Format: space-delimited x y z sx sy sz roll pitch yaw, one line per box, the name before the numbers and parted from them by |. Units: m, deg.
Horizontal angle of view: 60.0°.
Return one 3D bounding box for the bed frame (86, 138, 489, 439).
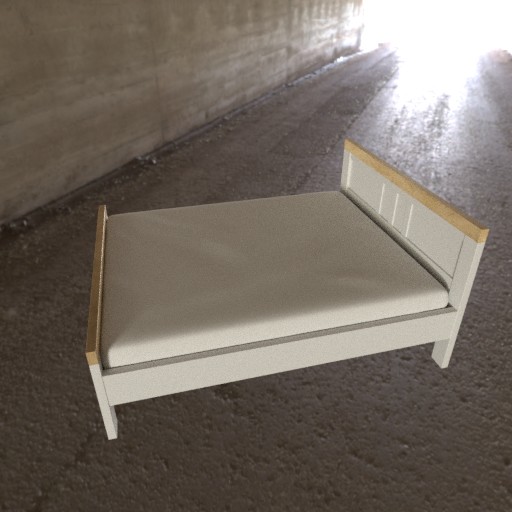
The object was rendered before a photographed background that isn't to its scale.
bed frame | 0.000 0.000 3.000 2.050 0.980 1.670 -8 32 -13
